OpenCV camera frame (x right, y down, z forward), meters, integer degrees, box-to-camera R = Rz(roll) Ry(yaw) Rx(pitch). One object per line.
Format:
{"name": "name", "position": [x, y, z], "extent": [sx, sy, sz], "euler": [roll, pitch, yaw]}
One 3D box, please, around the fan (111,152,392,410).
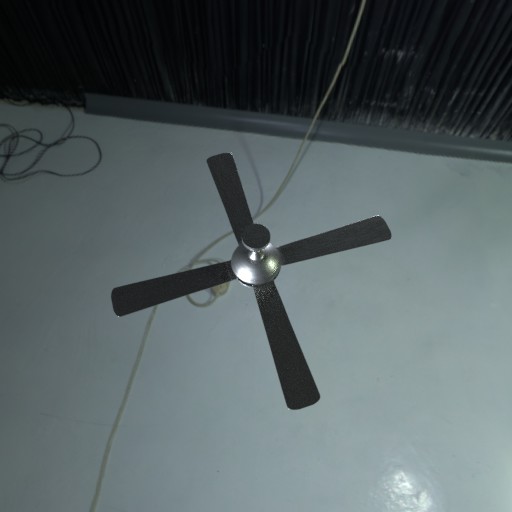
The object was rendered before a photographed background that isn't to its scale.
{"name": "fan", "position": [0.000, 0.000, 2.057], "extent": [1.321, 0.381, 1.321], "euler": [3, 63, 1]}
